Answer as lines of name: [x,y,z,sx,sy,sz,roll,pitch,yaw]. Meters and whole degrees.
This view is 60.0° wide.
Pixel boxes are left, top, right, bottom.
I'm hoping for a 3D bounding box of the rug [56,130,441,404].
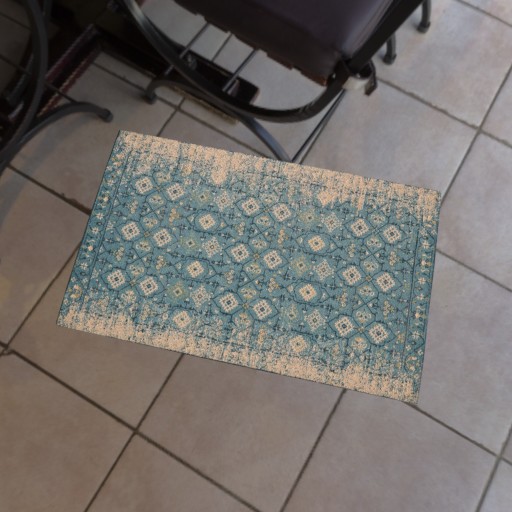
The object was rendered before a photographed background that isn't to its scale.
rug: [0.000,0.000,2.266,1.795,0.008,1.102,12,75,3]
